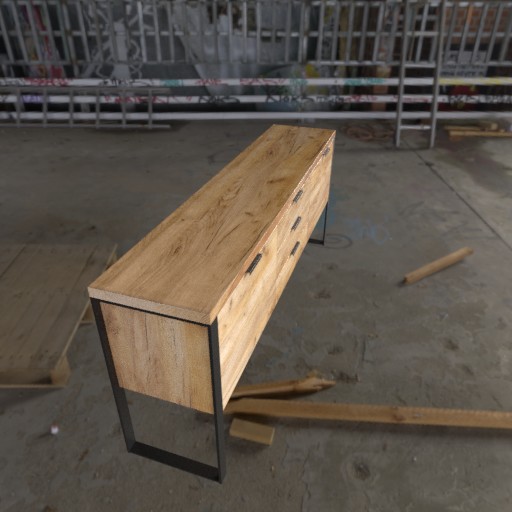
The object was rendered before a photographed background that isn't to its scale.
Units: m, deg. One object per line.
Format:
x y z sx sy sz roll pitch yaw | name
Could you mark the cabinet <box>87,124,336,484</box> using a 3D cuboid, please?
0.000 0.000 2.131 0.395 0.762 1.800 10 33 16 | cabinet
